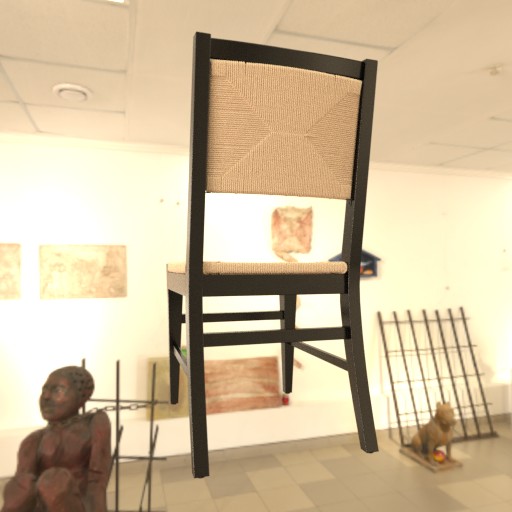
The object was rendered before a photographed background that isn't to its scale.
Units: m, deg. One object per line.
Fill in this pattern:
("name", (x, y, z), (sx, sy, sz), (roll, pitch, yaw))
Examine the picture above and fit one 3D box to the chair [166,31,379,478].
("chair", (0.000, 0.000, 1.229), (0.437, 0.927, 0.552), (0, -1, -18))
